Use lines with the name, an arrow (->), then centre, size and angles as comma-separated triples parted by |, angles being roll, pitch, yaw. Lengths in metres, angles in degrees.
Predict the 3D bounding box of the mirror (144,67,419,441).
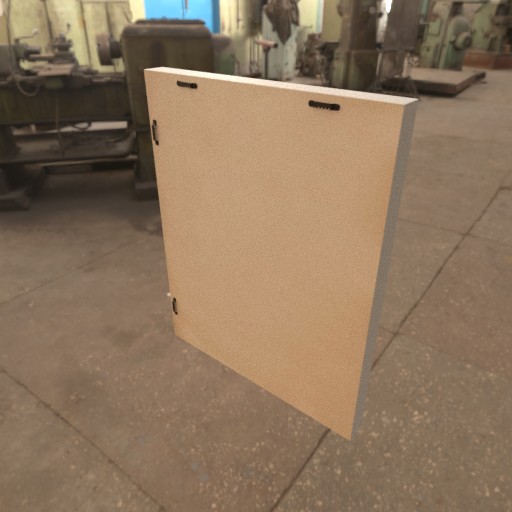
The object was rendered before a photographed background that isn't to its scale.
mirror -> 0.000, 0.000, 0.687 | 0.406, 0.509, 0.041 | 22, 37, 33
